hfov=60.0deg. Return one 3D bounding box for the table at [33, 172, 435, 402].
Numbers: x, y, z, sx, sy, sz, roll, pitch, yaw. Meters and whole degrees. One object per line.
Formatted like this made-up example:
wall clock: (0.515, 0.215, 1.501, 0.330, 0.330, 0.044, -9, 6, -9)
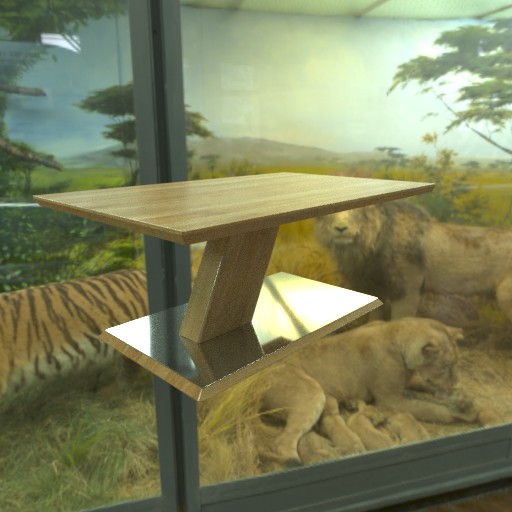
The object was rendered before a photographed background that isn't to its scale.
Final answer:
table: (0.000, 0.000, 1.461, 0.692, 0.441, 1.100, 14, 21, 42)
